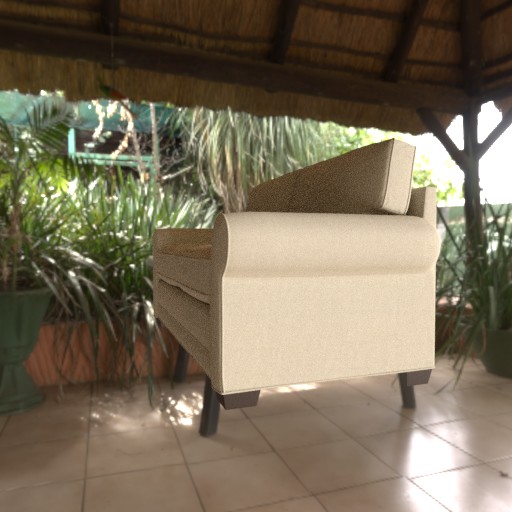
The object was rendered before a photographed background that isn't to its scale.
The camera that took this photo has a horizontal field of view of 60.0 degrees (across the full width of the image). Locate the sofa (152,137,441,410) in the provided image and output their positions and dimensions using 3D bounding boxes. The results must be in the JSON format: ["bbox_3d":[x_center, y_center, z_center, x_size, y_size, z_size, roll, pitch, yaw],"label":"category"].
[{"bbox_3d":[0.000,0.000,2.276,0.861,0.933,1.774,-1,2,-20],"label":"sofa"}]
